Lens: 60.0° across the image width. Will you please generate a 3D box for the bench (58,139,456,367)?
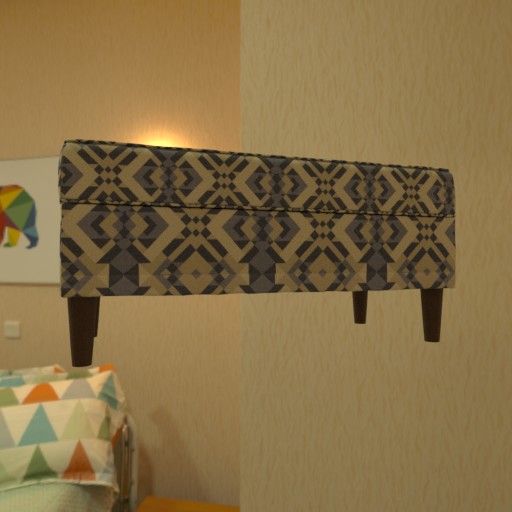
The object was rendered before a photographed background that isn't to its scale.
[{"bbox_3d":[0.000,0.000,1.278,1.016,0.477,0.492,0,-1,-18],"label":"bench"}]
